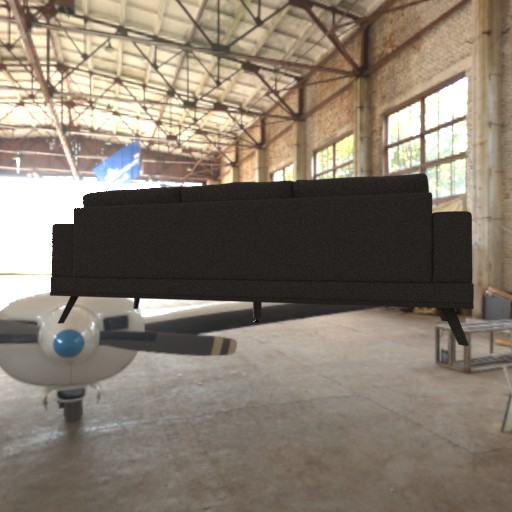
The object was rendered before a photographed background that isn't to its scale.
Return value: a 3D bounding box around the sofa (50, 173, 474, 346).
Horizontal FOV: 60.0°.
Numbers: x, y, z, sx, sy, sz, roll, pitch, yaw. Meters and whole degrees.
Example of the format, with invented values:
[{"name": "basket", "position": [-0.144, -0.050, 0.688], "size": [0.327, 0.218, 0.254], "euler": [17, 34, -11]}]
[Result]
[{"name": "sofa", "position": [0.000, 0.000, 2.724], "size": [2.310, 0.810, 0.920], "euler": [0, 0, 18]}]
